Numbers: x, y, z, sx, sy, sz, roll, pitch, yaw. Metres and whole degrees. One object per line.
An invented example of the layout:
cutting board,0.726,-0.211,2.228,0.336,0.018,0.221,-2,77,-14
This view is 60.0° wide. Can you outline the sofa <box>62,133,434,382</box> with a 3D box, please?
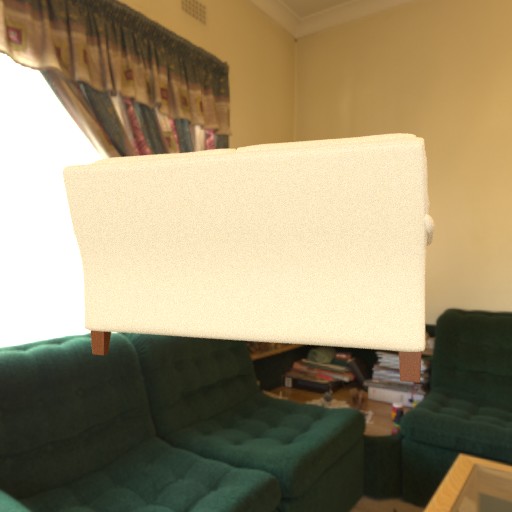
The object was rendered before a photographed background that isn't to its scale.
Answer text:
sofa,0.000,0.000,2.513,1.853,1.101,1.084,0,0,19
